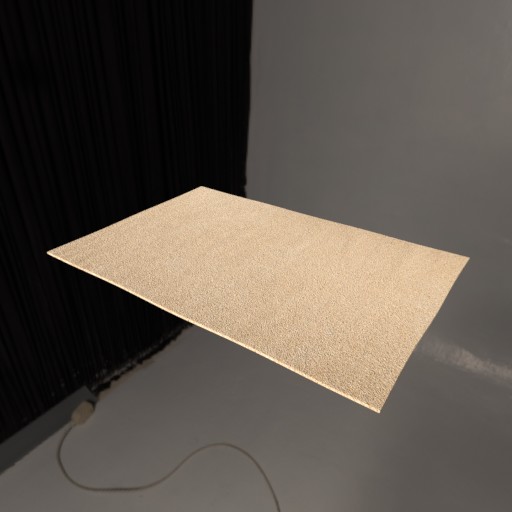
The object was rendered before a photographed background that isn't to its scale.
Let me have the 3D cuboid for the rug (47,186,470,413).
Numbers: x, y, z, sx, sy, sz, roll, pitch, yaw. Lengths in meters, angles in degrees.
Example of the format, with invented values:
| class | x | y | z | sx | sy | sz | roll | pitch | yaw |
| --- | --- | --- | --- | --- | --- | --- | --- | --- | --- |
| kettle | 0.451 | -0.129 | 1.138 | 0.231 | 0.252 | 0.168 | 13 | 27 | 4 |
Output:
| class | x | y | z | sx | sy | sz | roll | pitch | yaw |
| --- | --- | --- | --- | --- | --- | --- | --- | --- | --- |
| rug | 0.000 | 0.000 | 3.404 | 2.699 | 0.025 | 1.800 | 19 | 34 | 30 |
